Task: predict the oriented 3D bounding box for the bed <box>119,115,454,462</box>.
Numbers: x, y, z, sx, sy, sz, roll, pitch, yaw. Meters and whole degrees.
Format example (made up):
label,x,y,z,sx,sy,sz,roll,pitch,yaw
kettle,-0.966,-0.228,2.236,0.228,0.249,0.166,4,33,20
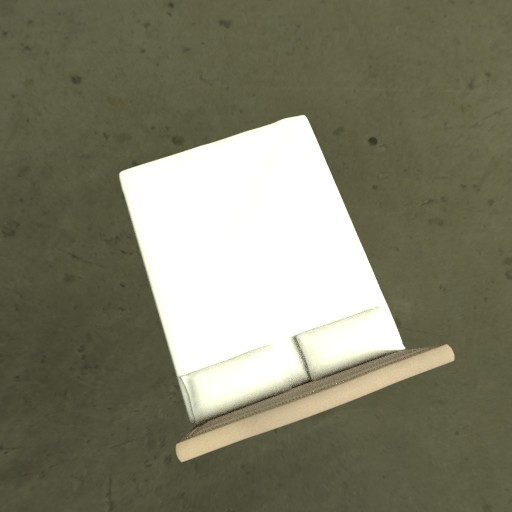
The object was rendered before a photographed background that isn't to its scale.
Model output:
label,x,y,z,sx,sy,sz,roll,pitch,yaw
bed,0.000,0.000,3.410,1.821,1.436,2.282,-19,76,-5
